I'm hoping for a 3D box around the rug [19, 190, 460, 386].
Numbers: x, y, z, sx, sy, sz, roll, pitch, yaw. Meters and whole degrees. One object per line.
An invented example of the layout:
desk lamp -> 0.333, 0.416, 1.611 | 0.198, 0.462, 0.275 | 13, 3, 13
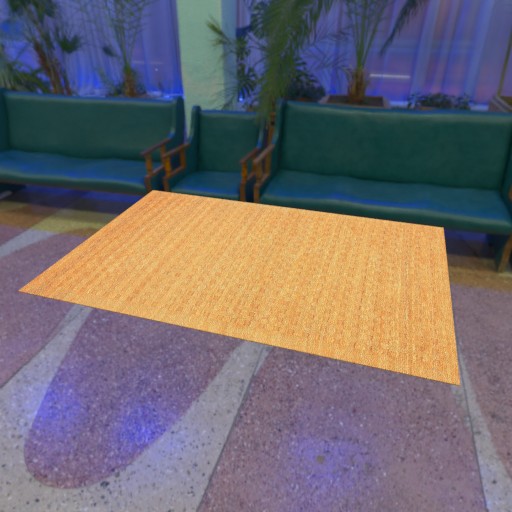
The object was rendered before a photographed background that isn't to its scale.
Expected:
rug -> 0.000, 0.000, 2.789 | 2.285, 0.006, 1.524 | 9, 32, 15
